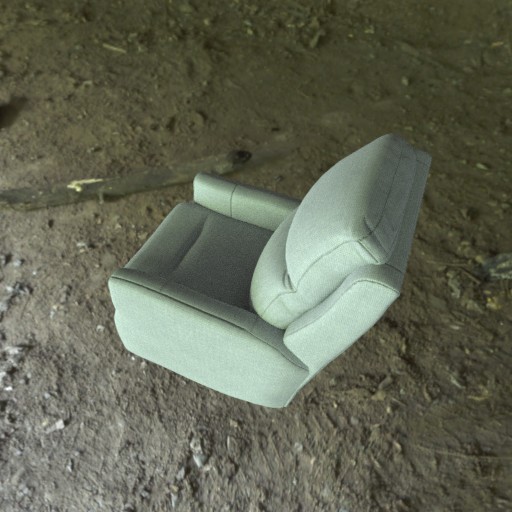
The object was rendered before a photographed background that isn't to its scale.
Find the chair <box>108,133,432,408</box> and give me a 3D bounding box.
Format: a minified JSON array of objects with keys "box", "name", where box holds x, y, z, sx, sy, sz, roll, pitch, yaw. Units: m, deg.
[{"box":[0.000,0.000,1.785,1.080,1.030,0.829,16,48,15],"name":"chair"}]
